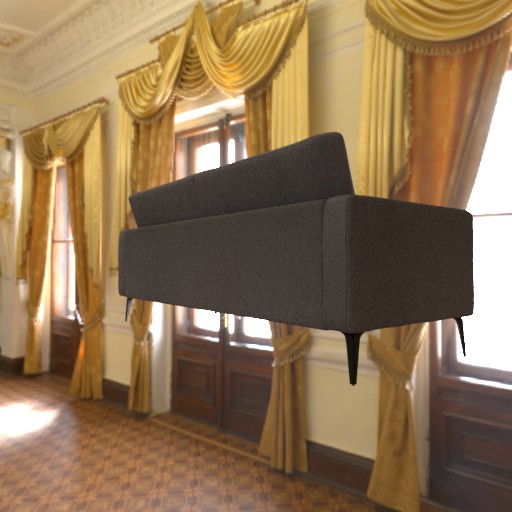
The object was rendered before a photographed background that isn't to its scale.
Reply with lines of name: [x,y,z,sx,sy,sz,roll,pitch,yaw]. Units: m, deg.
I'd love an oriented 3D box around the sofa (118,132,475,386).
sofa: [0.000,0.000,2.320,0.774,0.828,1.925,1,-1,-38]
